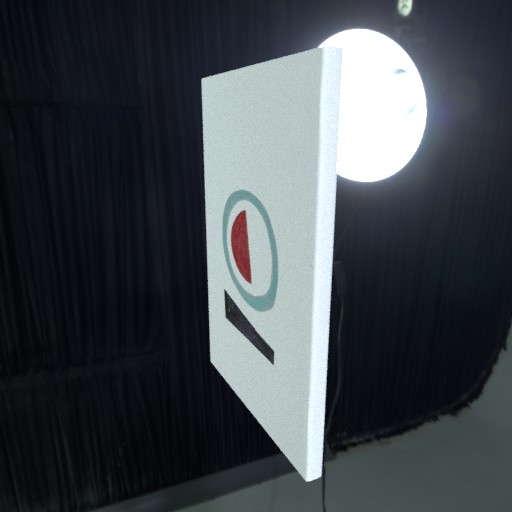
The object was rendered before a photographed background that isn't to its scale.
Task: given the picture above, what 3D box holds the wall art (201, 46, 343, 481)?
[{"bbox_3d":[0.000,0.000,1.138,0.048,0.902,0.602,-8,18,-26],"label":"wall art"}]
